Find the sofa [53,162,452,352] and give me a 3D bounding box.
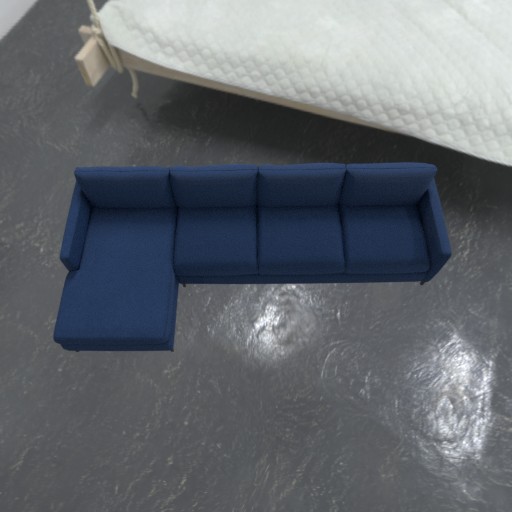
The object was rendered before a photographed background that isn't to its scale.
[{"bbox_3d":[0.000,0.000,2.885,2.450,0.679,1.128,-1,63,0],"label":"sofa"}]
